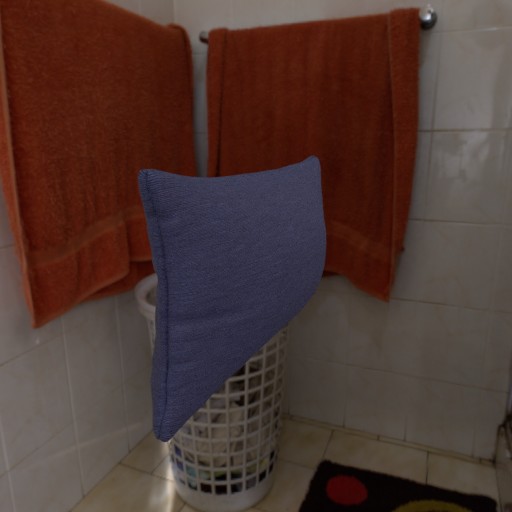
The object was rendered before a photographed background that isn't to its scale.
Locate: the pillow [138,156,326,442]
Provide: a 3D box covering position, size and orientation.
[{"bbox_3d":[0.000,0.000,0.797,0.210,0.338,0.633,6,16,24],"label":"pillow"}]
